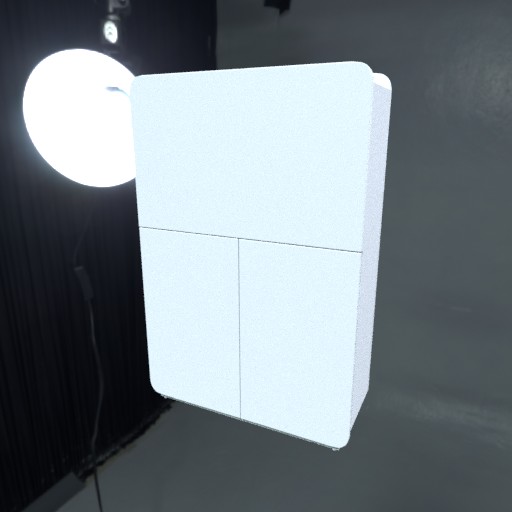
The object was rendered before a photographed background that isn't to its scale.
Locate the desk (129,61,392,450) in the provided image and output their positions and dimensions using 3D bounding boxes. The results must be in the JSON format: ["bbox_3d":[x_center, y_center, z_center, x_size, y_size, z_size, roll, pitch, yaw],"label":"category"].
[{"bbox_3d":[0.000,0.000,1.559,0.795,1.190,0.278,8,17,25],"label":"desk"}]
